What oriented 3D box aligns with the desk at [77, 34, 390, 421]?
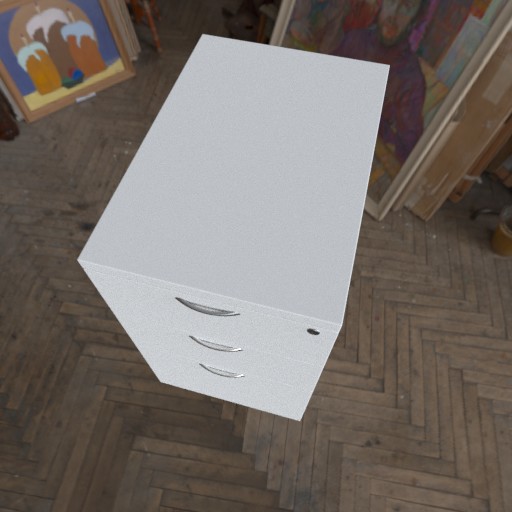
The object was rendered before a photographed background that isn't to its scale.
[{"bbox_3d":[0.000,0.000,1.098,0.404,0.730,0.600,13,60,8],"label":"desk"}]
